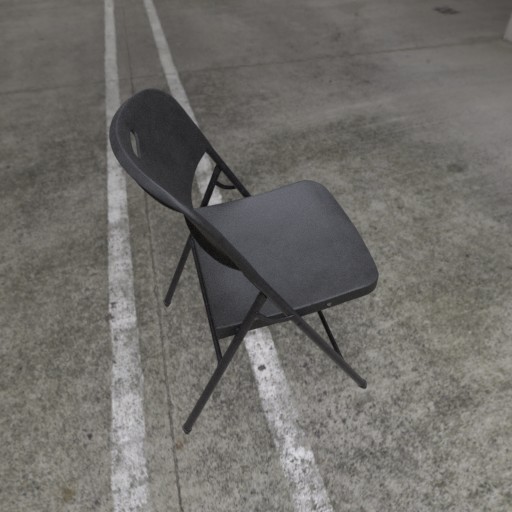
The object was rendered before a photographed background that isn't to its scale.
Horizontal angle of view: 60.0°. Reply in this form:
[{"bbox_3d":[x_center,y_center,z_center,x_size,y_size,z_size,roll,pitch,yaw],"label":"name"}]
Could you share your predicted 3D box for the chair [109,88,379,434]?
[{"bbox_3d":[0.000,0.000,1.161,0.566,0.810,0.494,-11,47,-10],"label":"chair"}]
